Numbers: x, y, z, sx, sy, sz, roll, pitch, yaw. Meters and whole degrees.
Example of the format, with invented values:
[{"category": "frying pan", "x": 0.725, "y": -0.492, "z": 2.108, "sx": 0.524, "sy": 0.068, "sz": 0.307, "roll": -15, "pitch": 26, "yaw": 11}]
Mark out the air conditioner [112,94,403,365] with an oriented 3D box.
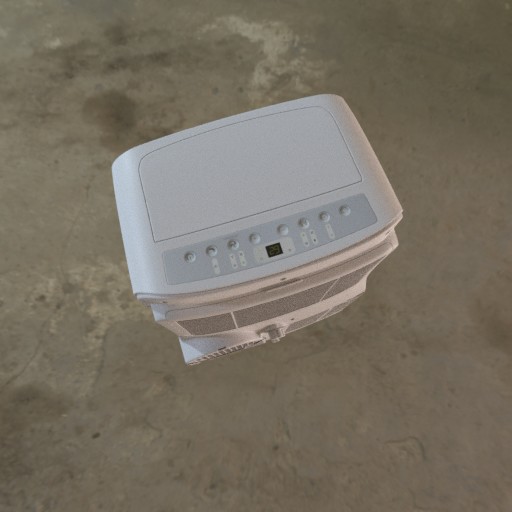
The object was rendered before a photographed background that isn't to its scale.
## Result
[{"category": "air conditioner", "x": 0.000, "y": 0.000, "z": 0.966, "sx": 0.454, "sy": 0.700, "sz": 0.365, "roll": -17, "pitch": 76, "yaw": -4}]
